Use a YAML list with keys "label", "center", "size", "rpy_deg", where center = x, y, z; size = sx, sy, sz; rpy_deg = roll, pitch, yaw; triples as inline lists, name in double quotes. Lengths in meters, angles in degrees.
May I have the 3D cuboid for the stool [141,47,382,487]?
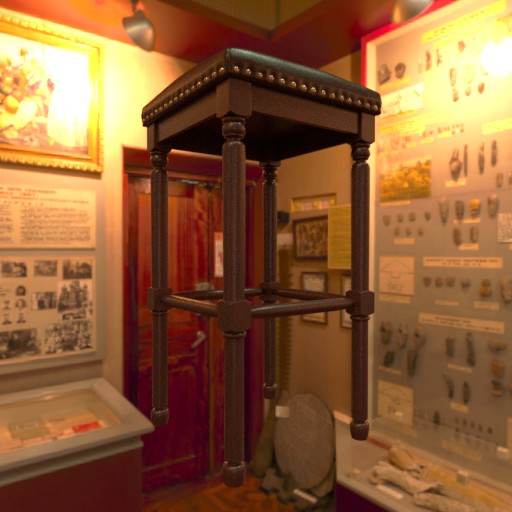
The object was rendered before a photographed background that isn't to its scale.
- label: "stool"
  center: [0.000, 0.000, 0.970]
  size: [0.382, 0.768, 0.383]
  rpy_deg: [-1, 1, -35]
